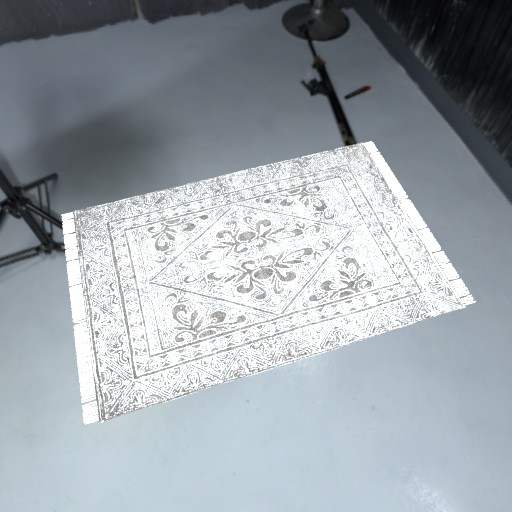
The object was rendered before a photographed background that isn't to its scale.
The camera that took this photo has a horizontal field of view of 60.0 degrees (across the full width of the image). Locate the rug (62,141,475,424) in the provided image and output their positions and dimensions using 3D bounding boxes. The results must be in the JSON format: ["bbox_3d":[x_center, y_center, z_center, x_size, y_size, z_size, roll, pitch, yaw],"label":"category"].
[{"bbox_3d":[0.000,0.000,2.987,2.440,0.010,1.529,-15,59,-9],"label":"rug"}]
